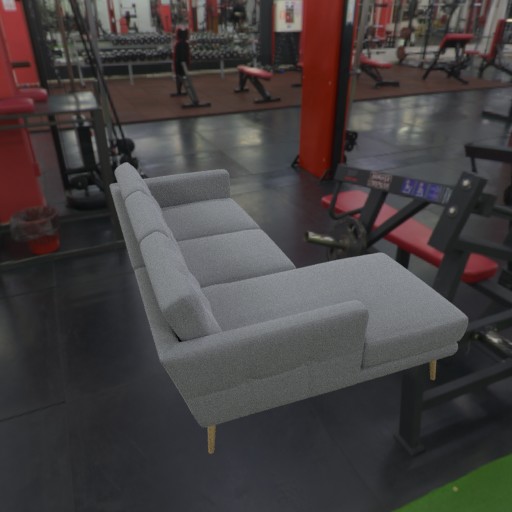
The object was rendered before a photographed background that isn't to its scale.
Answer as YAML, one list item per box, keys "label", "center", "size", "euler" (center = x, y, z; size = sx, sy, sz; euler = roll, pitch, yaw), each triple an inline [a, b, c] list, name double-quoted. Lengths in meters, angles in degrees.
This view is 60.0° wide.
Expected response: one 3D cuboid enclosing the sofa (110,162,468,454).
- label: "sofa"
  center: [0.000, 0.000, 2.790]
  size: [1.530, 0.860, 2.040]
  euler: [-11, 31, -18]
